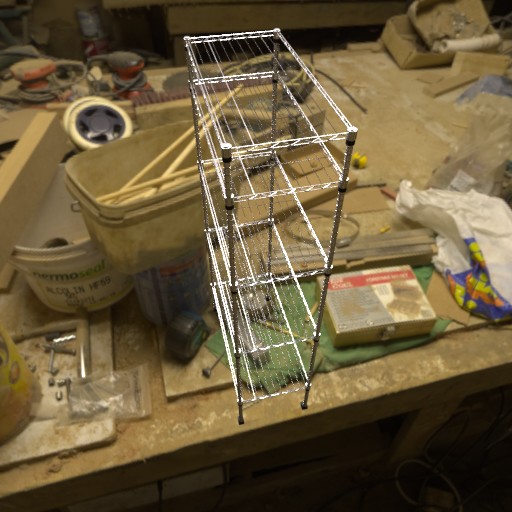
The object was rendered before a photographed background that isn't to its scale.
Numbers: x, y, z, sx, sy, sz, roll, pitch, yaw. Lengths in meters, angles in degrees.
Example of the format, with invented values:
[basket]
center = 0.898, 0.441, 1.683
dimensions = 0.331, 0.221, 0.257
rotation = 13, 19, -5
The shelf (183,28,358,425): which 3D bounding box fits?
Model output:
[shelf]
center = 0.000, 0.000, 1.915
dimensions = 0.356, 1.587, 0.762
rotation = -10, 47, -10
